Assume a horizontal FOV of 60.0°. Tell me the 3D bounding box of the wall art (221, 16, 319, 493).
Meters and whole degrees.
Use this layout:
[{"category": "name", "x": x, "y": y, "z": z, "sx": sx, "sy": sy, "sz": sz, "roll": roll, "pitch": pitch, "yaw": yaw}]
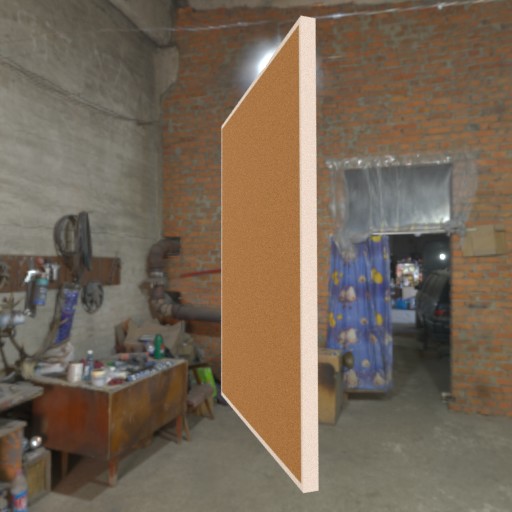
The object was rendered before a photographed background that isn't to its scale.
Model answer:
[{"category": "wall art", "x": 0.000, "y": 0.000, "z": 1.358, "sx": 0.039, "sy": 1.050, "sz": 0.795, "roll": 1, "pitch": -2, "yaw": -17}]
